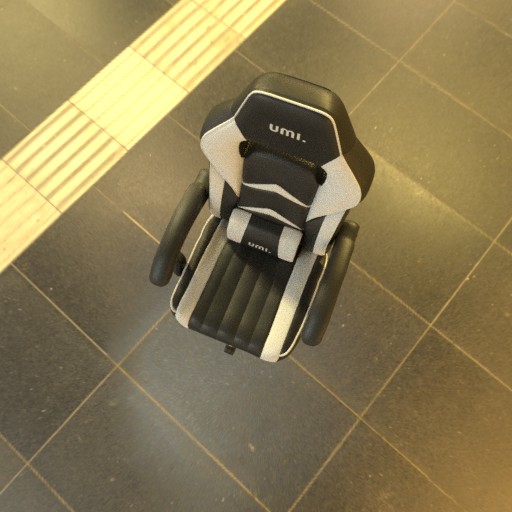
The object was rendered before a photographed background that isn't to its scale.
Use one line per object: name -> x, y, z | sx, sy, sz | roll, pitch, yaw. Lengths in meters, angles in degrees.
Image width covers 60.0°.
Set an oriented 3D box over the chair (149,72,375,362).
chair -> 0.000, 0.000, 1.639 | 0.676, 1.200, 0.700 | 21, 76, 6
